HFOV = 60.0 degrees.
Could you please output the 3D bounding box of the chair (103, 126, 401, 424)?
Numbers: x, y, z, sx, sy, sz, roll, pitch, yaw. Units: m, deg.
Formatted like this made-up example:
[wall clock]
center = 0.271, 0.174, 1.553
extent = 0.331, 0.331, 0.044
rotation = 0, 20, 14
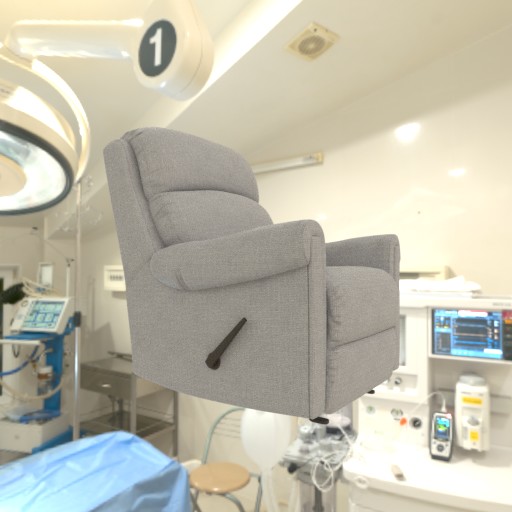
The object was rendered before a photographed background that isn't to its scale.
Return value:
[chair]
center = 0.000, 0.000, 1.789
extent = 1.014, 1.054, 0.838
rotation = -1, -1, 35
